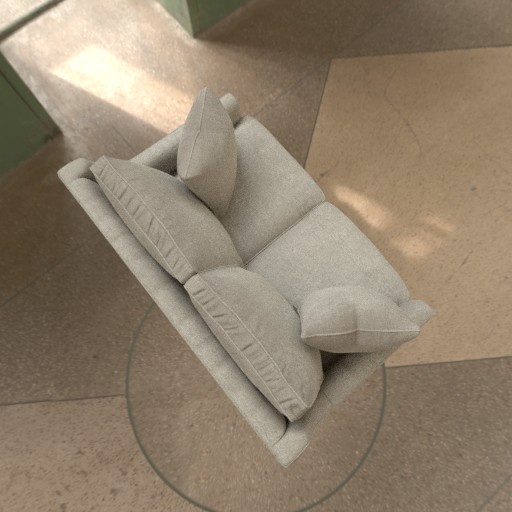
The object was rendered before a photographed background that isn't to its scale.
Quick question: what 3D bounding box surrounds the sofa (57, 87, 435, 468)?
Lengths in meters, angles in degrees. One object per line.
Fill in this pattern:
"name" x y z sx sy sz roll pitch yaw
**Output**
"sofa" 0.000 0.000 2.021 0.915 0.863 1.422 -39 78 -10
